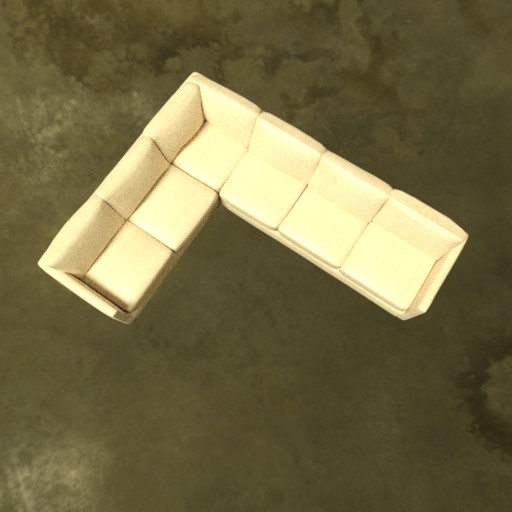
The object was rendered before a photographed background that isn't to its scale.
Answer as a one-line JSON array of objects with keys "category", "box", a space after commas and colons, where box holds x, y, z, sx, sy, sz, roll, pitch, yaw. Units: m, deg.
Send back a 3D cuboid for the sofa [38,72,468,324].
[{"category": "sofa", "box": [0.000, 0.000, 4.436, 3.302, 0.947, 2.593, 33, 78, 8]}]
